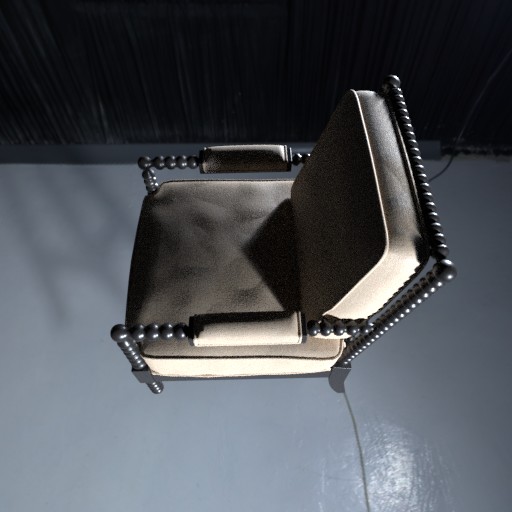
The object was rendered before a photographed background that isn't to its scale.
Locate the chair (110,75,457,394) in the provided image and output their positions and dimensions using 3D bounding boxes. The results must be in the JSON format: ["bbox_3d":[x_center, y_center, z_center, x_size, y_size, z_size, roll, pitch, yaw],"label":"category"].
[{"bbox_3d":[0.000,0.000,1.143,0.657,0.703,0.555,-1,58,-1],"label":"chair"}]
